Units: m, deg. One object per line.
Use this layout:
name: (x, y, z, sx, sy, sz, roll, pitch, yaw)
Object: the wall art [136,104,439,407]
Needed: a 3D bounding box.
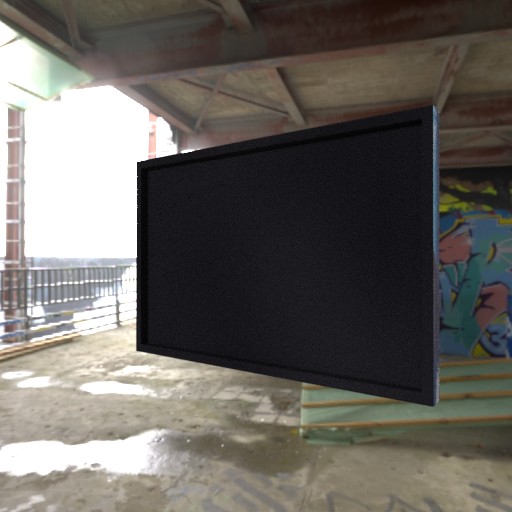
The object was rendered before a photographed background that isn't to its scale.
wall art: (0.000, 0.000, 0.785, 0.609, 0.406, 0.033, 0, 0, 36)
